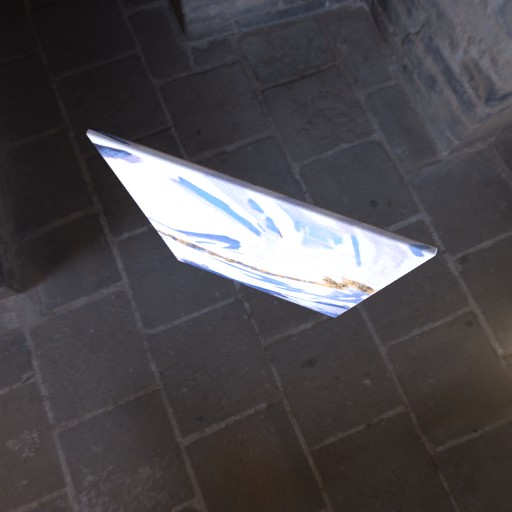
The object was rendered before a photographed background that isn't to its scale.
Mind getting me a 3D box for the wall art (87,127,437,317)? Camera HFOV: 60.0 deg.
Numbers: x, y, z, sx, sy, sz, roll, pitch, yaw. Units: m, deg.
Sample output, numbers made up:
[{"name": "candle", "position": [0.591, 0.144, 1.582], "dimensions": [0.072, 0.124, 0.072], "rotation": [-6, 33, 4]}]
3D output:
[{"name": "wall art", "position": [0.000, 0.000, 1.167], "dimensions": [0.610, 0.914, 0.016], "rotation": [20, 77, 5]}]
